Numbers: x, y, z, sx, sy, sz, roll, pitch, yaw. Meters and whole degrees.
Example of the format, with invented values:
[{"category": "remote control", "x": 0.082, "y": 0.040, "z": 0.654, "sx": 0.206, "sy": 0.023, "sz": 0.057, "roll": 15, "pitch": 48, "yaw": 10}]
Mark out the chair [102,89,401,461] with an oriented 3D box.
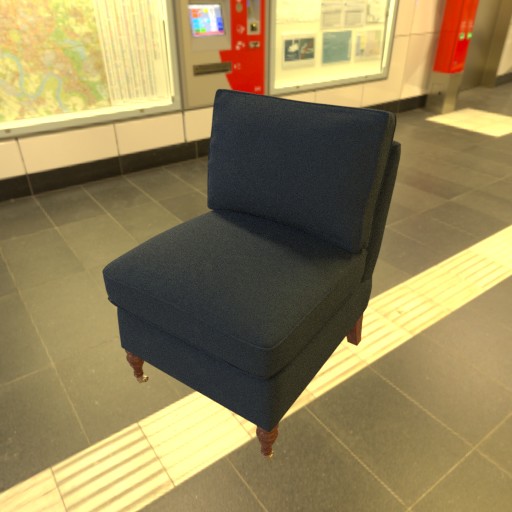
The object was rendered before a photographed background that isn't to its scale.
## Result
[{"category": "chair", "x": 0.000, "y": 0.000, "z": 1.659, "sx": 0.724, "sy": 1.052, "sz": 0.912, "roll": 20, "pitch": 36, "yaw": 29}]
